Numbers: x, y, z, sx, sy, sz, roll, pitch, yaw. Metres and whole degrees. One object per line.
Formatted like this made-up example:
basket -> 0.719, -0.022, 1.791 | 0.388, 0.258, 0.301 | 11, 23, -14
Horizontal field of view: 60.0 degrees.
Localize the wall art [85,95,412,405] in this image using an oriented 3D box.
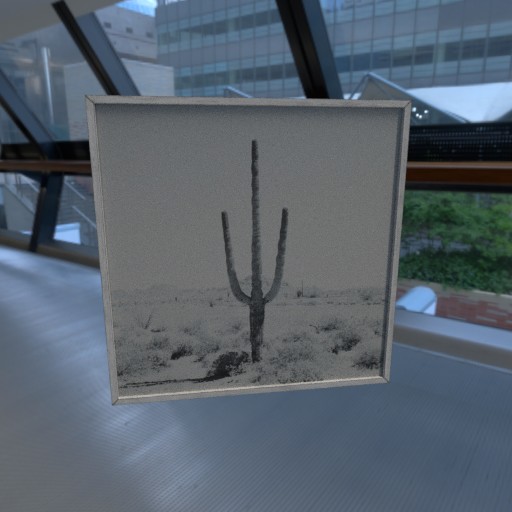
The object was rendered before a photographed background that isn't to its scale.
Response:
wall art -> 0.000, 0.000, 1.133 | 0.762, 0.762, 0.038 | -2, 14, -8
